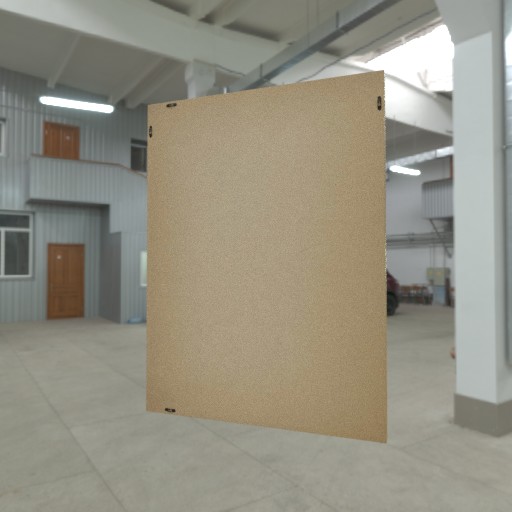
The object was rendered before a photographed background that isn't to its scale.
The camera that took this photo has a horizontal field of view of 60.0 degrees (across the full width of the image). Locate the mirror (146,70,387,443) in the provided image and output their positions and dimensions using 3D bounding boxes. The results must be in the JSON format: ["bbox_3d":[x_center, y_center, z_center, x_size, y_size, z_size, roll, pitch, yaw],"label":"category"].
[{"bbox_3d":[0.000,0.000,1.353,0.762,1.016,0.041,0,-1,21],"label":"mirror"}]
